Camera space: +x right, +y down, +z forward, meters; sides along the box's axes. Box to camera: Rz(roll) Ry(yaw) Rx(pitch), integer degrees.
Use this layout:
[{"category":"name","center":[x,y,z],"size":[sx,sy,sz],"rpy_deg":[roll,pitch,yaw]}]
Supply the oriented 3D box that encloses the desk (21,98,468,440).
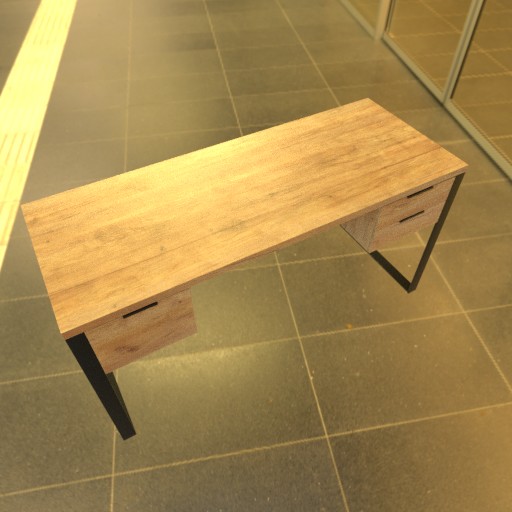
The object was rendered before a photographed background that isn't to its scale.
[{"category":"desk","center":[0.000,0.000,1.879],"size":[1.520,0.760,0.600],"rpy_deg":[-23,51,-20]}]
